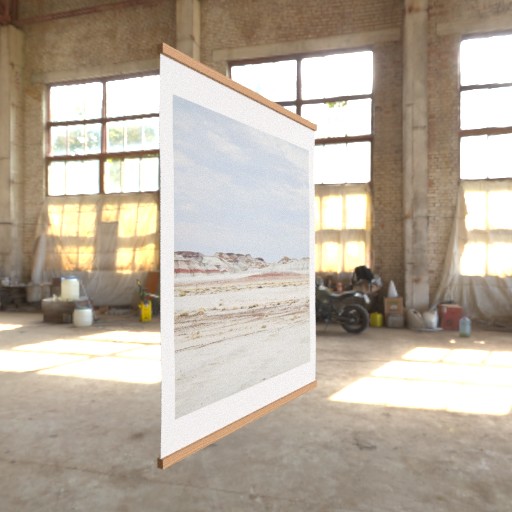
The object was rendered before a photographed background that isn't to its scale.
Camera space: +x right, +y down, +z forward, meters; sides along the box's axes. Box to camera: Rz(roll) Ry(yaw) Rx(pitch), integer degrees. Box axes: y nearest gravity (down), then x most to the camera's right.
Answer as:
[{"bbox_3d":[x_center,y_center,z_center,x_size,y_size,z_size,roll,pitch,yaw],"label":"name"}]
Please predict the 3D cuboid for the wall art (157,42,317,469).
[{"bbox_3d":[0.000,0.000,0.695,0.010,0.507,0.404,0,0,34],"label":"wall art"}]
